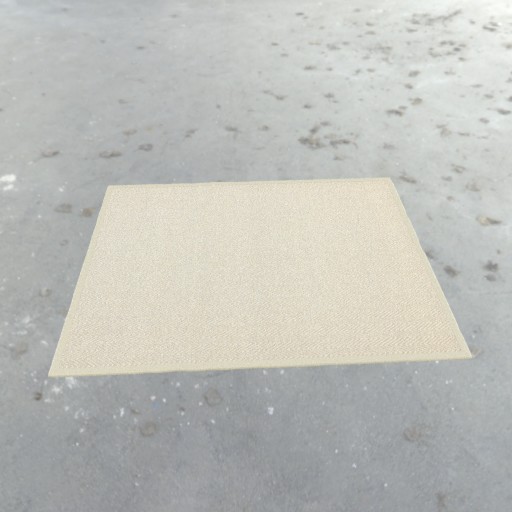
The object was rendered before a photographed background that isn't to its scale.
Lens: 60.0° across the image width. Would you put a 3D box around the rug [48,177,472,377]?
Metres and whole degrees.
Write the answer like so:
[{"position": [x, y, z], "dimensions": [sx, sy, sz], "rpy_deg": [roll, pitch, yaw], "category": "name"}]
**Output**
[{"position": [0.000, 0.000, 4.769], "dimensions": [3.659, 0.037, 2.734], "rpy_deg": [-2, 45, -2], "category": "rug"}]
